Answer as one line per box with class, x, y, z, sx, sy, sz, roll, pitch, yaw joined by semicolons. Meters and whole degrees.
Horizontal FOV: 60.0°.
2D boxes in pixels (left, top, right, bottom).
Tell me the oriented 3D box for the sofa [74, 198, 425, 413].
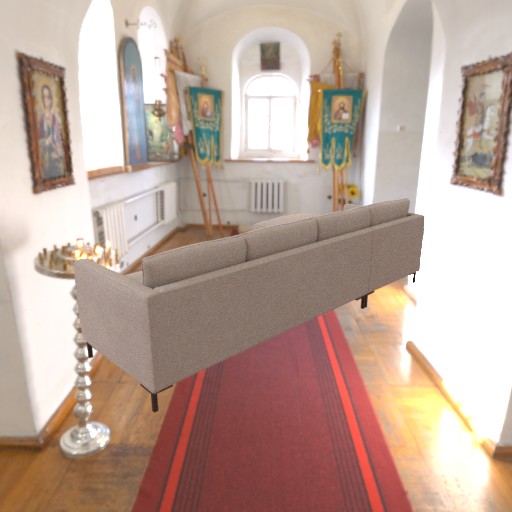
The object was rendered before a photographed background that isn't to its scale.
sofa;0.000;0.000;3.619;2.923;0.816;1.469;-15;23;-42
